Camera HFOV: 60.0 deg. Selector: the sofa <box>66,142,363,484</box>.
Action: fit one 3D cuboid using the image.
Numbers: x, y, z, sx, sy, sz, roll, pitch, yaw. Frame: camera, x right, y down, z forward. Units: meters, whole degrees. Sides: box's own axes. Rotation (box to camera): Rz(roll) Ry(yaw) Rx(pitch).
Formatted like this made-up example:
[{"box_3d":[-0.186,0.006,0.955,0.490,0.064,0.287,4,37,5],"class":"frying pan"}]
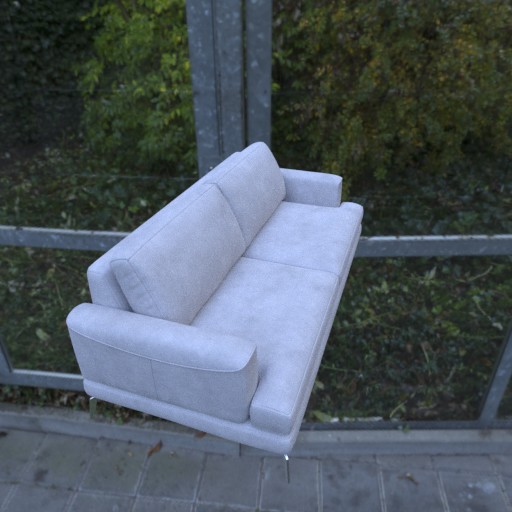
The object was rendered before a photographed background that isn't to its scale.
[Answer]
[{"box_3d":[0.000,0.000,2.512,0.980,0.830,2.013,10,32,17],"class":"sofa"}]
